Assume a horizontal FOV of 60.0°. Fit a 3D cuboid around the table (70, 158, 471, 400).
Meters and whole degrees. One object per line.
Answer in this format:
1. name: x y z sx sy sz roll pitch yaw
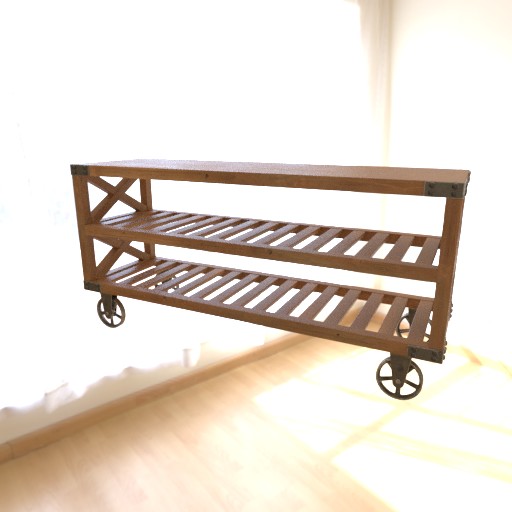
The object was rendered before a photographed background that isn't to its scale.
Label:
1. table: 0.000 0.000 1.793 1.487 0.711 0.467 8 18 25
